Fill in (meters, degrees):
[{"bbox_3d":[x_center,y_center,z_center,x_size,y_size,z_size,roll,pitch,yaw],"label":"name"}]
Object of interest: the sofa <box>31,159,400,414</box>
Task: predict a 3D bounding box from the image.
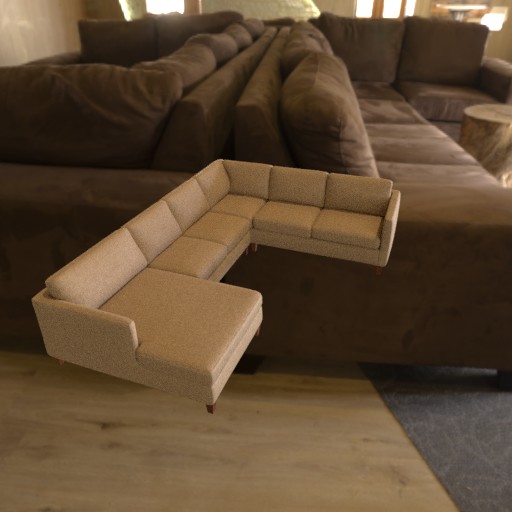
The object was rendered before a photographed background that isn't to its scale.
[{"bbox_3d":[0.000,0.000,4.556,2.551,0.889,3.403,11,32,18],"label":"sofa"}]
